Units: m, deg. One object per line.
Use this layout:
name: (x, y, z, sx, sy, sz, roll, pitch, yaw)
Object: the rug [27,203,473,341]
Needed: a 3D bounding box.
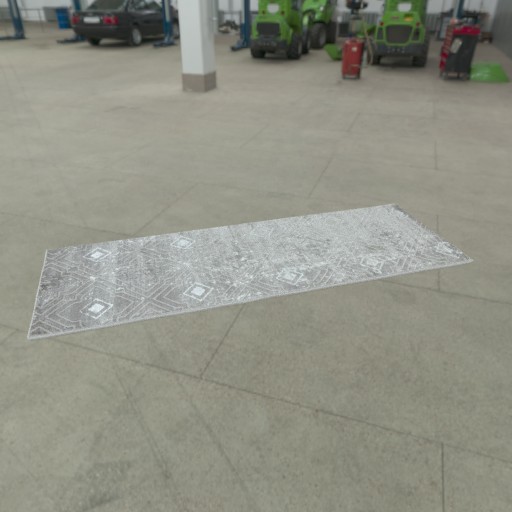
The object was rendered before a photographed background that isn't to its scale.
rug: (0.000, 0.000, 2.610, 2.381, 0.035, 0.832, -9, 32, -14)
